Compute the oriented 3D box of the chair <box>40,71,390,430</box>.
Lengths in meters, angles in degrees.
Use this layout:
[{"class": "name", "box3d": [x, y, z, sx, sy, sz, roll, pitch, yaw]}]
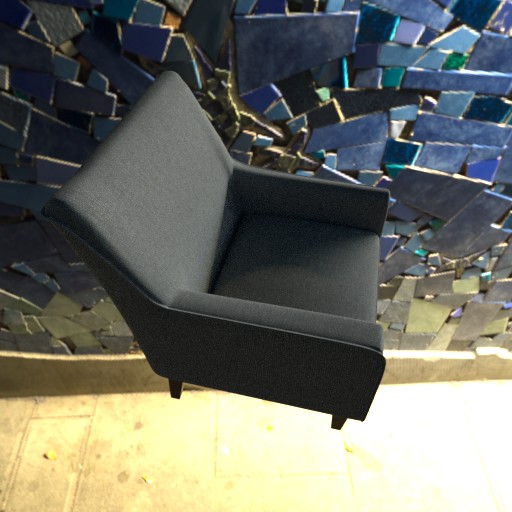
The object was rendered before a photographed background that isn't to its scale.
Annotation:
[{"class": "chair", "box3d": [0.000, 0.000, 1.556, 0.899, 0.919, 0.780, 10, 47, 9]}]
